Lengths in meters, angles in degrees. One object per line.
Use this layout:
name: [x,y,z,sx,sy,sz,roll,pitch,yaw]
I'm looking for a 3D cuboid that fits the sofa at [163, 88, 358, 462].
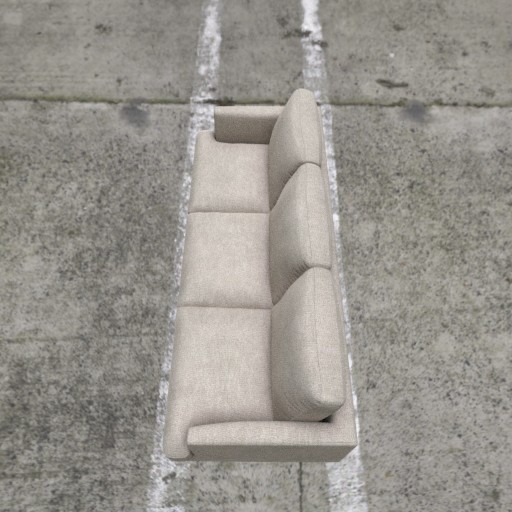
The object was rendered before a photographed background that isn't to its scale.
sofa: [0.000,0.000,2.683,0.903,0.930,2.246,0,58,0]
